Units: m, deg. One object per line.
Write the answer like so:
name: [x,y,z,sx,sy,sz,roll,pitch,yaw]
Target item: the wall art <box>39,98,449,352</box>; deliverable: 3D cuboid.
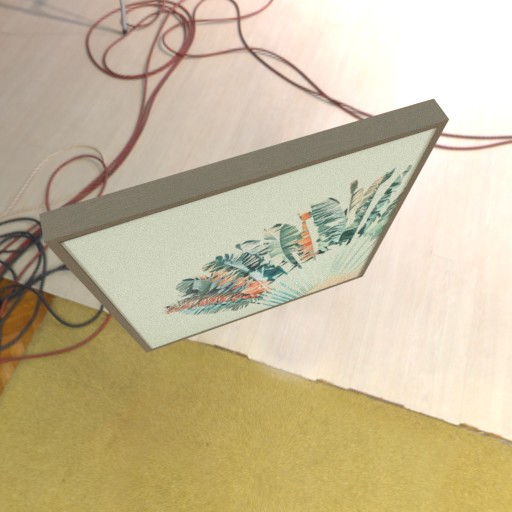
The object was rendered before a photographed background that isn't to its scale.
wall art: [0.000,0.000,0.759,0.508,0.506,0.038,-18,66,-9]
